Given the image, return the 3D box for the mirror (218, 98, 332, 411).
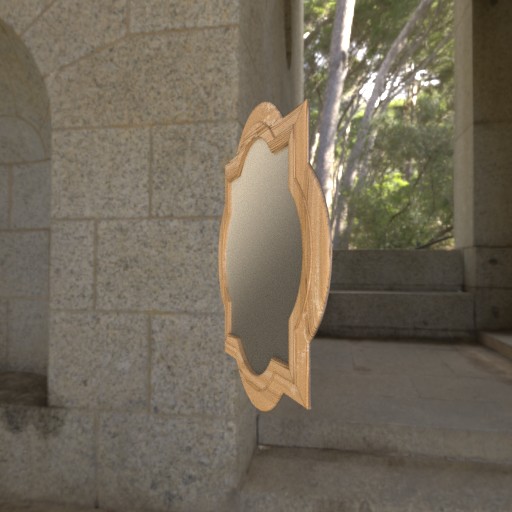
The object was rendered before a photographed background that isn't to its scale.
[{"bbox_3d":[0.000,0.000,1.037,0.019,0.686,0.686,0,-1,-19],"label":"mirror"}]
